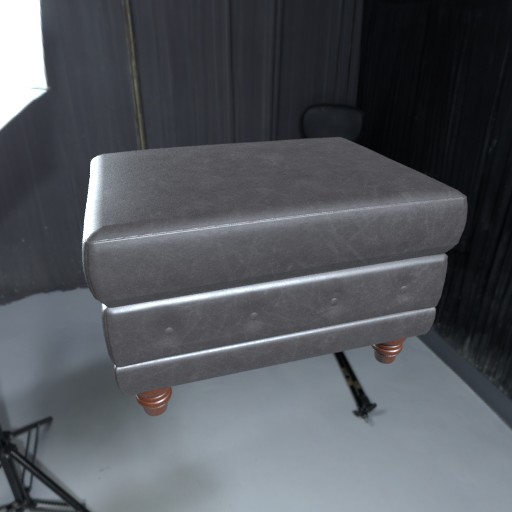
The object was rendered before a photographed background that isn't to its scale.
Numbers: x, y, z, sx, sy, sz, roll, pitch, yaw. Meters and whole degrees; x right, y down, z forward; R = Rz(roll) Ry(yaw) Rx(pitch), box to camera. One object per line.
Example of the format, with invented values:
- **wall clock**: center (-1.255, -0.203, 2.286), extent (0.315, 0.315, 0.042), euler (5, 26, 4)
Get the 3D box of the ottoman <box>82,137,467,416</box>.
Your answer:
- **ottoman**: center (0.000, 0.000, 1.179), extent (0.795, 0.498, 0.590), euler (-8, 28, -15)
